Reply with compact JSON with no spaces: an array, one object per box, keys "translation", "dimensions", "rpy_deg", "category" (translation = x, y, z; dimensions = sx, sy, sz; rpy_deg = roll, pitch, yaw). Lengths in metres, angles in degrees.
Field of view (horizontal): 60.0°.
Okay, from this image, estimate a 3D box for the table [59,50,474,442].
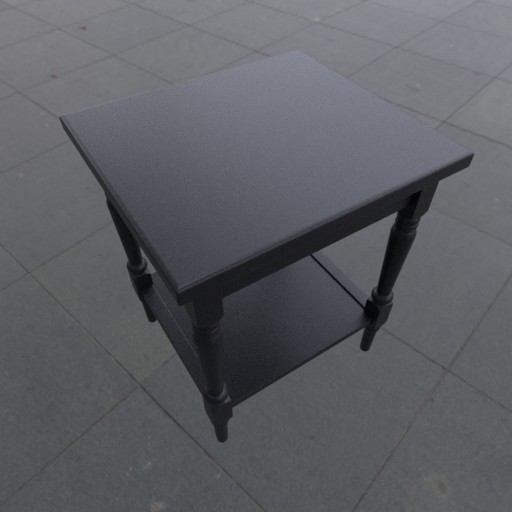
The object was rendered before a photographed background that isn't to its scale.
[{"translation":[0.000,0.000,0.897],"dimensions":[0.488,0.565,0.442],"rpy_deg":[-25,52,-22],"category":"table"}]
